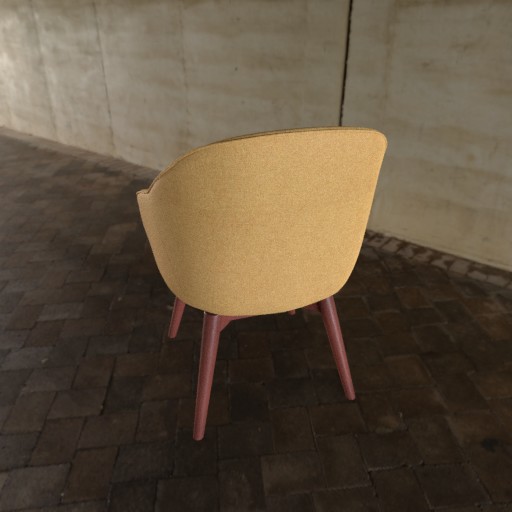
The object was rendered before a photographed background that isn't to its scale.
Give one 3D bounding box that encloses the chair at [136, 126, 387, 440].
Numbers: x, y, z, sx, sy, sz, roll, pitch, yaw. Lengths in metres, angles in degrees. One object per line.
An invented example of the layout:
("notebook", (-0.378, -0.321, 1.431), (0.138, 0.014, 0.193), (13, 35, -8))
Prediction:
("chair", (0.000, 0.000, 1.252), (0.596, 0.823, 0.635), (-9, 29, -16))
